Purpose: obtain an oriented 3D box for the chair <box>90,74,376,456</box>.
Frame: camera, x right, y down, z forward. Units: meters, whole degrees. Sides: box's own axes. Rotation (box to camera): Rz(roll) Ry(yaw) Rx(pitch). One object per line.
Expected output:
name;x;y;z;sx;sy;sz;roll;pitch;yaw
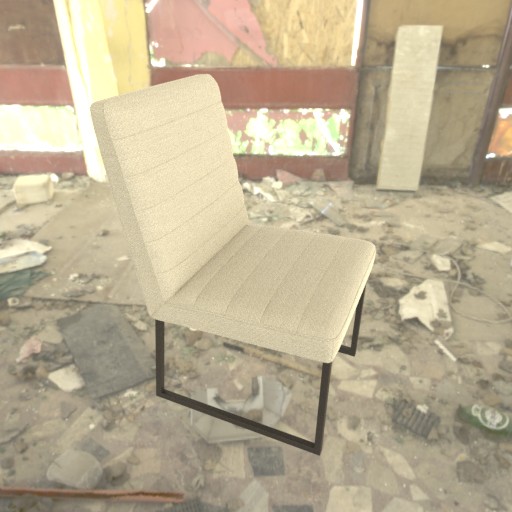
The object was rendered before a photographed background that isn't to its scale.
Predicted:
chair;0.000;0.000;1.314;0.634;0.930;0.520;12;32;20
